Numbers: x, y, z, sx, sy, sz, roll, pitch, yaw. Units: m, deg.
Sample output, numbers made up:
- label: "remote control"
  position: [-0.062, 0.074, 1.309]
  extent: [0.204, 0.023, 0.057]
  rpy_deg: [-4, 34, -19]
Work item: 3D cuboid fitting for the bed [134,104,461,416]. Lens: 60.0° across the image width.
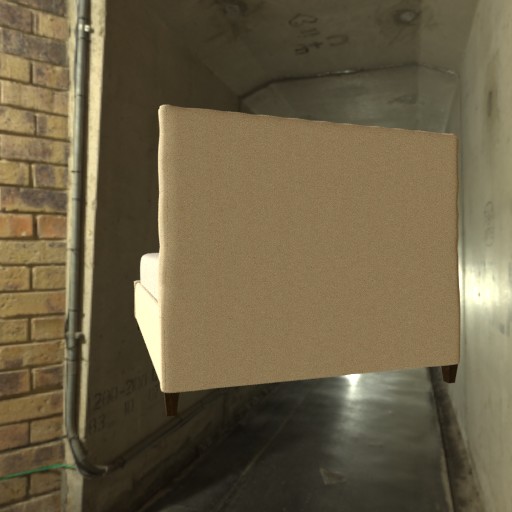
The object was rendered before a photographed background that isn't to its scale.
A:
- label: "bed"
  position: [0.000, 0.000, 3.378]
  extent: [1.698, 1.427, 2.387]
  rpy_deg: [0, 1, -18]
